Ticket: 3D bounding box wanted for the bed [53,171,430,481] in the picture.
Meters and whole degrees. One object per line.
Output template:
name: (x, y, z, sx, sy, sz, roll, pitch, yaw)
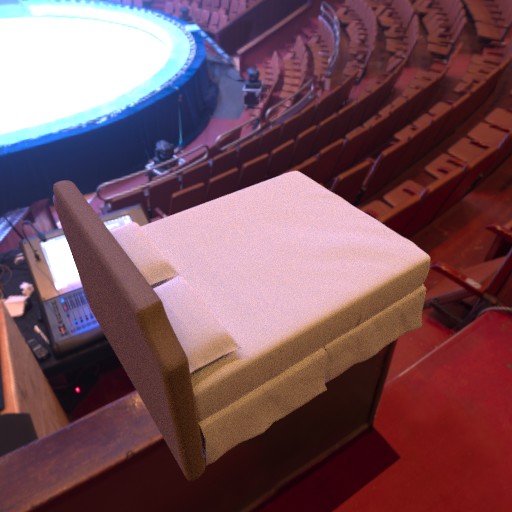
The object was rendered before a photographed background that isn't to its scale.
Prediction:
bed: (0.000, 0.000, 3.131, 2.116, 1.290, 1.693, -24, 46, -26)
